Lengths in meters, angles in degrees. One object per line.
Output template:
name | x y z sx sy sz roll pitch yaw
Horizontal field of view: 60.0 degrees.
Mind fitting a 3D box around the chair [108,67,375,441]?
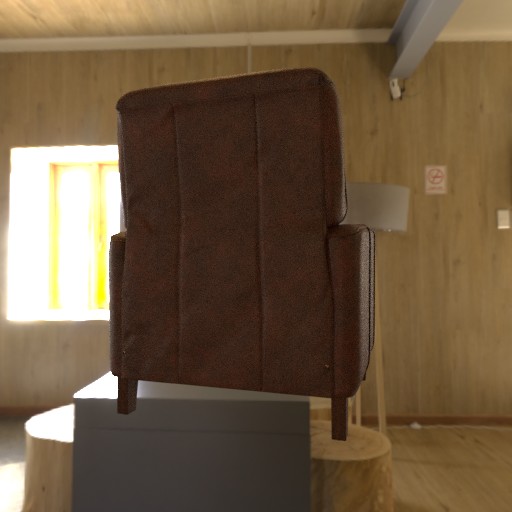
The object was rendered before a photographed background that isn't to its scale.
chair | 0.000 0.000 1.659 0.843 1.043 0.836 0 -1 18
